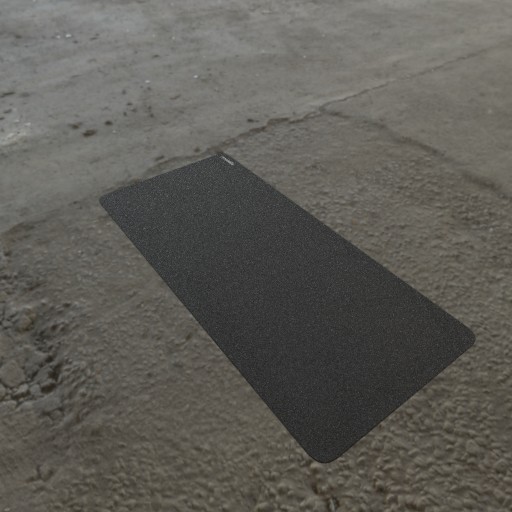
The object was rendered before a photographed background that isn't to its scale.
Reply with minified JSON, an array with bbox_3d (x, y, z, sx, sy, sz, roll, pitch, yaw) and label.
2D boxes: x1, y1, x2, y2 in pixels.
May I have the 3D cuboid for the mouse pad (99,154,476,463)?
[{"bbox_3d":[0.000,0.000,1.040,0.424,0.003,0.907,-27,48,-26],"label":"mouse pad"}]
